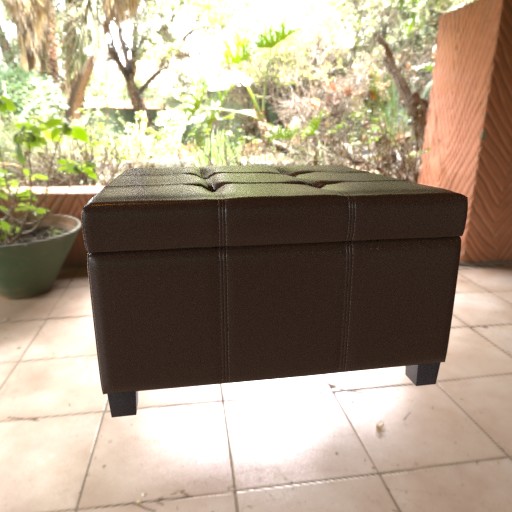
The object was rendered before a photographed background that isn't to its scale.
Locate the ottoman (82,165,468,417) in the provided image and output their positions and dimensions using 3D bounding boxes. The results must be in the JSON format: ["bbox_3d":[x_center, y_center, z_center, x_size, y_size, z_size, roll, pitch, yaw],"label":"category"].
[{"bbox_3d":[0.000,0.000,1.281,0.787,0.460,0.788,-3,16,-9],"label":"ottoman"}]
